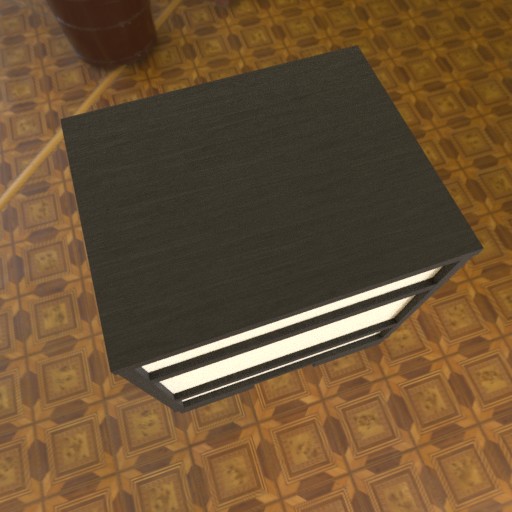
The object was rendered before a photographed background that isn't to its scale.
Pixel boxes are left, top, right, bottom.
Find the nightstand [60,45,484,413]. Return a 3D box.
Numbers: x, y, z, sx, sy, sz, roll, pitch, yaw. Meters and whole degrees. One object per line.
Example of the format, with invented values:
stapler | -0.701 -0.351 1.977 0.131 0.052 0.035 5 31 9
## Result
nightstand | 0.000 0.000 0.744 0.427 0.448 0.347 -17 66 -8
